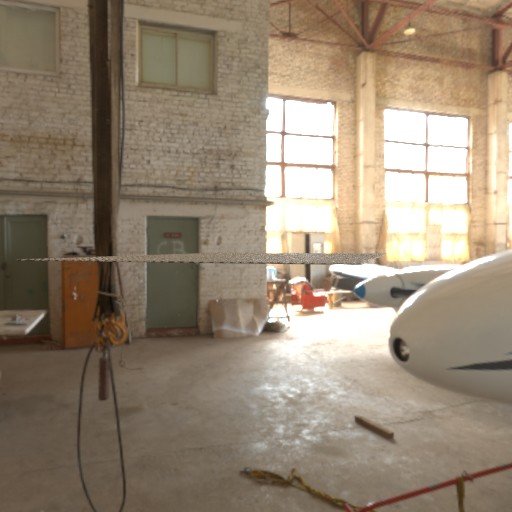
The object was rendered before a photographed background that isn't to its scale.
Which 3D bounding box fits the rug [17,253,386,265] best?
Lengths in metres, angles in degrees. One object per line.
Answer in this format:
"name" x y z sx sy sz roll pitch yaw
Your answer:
"rug" 0.000 0.000 2.178 1.177 0.004 1.750 0 1 18
